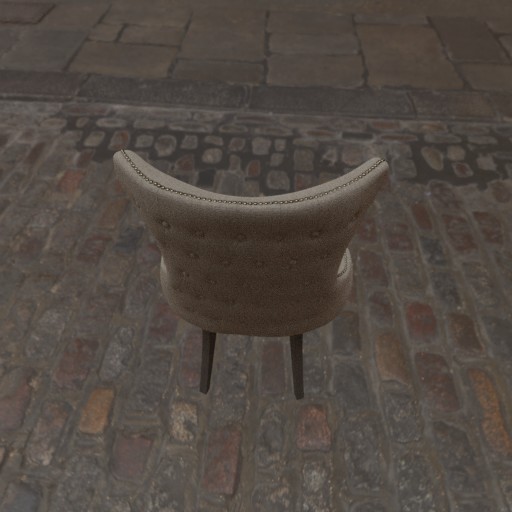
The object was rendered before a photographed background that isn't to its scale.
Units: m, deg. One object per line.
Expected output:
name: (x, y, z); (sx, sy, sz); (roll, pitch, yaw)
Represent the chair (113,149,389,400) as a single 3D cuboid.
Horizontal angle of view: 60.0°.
chair: (0.000, 0.000, 1.396); (0.628, 0.967, 0.635); (3, 47, 2)
